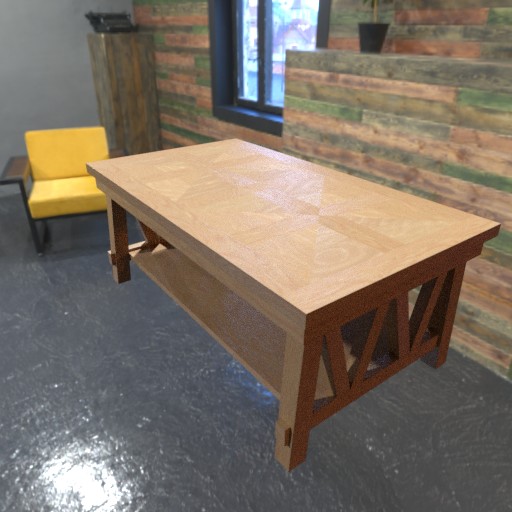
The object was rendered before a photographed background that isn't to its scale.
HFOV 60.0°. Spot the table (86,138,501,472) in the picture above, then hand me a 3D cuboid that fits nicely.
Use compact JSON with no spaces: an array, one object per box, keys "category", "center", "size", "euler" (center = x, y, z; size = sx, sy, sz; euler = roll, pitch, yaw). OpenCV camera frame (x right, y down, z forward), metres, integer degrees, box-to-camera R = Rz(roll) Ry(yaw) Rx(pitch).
[{"category":"table","center":[0.000,0.000,1.581],"size":[0.711,0.507,1.270],"euler":[-19,33,-32]}]
